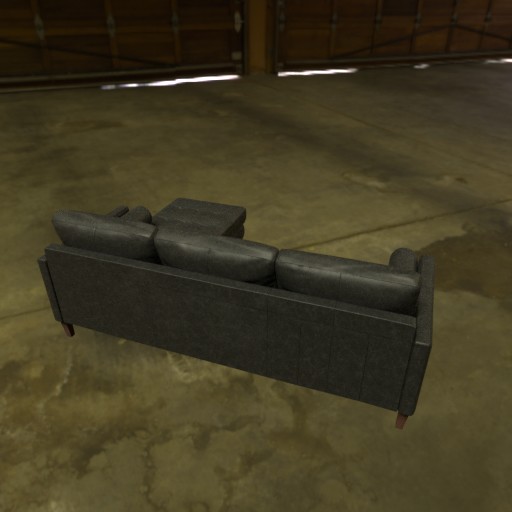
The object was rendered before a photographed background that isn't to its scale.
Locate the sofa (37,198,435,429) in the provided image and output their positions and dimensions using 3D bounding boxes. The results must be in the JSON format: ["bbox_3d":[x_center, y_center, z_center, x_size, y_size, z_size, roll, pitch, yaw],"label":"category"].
[{"bbox_3d":[0.000,0.000,2.926,2.178,0.876,1.497,10,32,17],"label":"sofa"}]
